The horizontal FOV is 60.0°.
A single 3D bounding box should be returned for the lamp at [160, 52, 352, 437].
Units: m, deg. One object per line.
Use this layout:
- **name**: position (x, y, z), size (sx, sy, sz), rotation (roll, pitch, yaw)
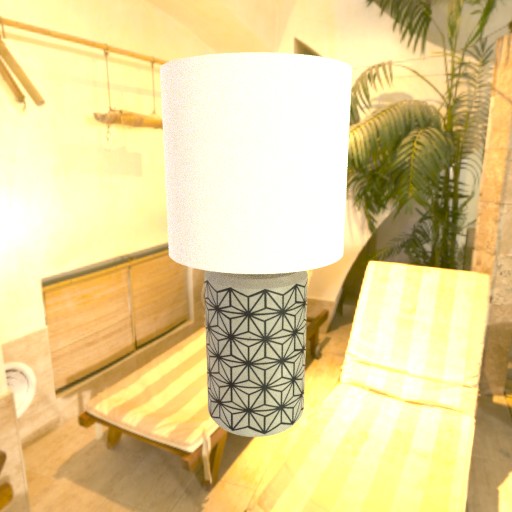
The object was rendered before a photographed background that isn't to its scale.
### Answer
- **lamp**: position (0.000, 0.000, 0.536), size (0.206, 0.416, 0.206), rotation (7, 15, 25)
